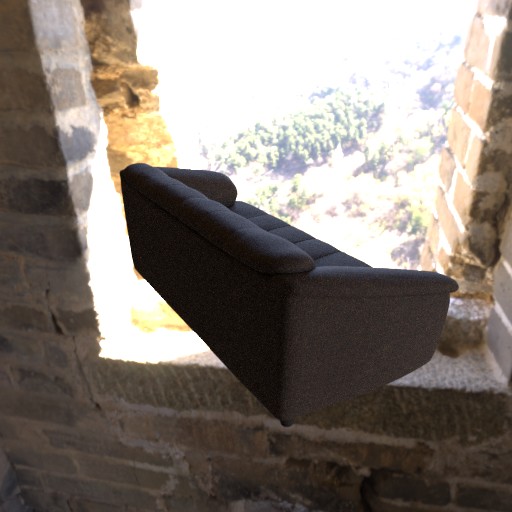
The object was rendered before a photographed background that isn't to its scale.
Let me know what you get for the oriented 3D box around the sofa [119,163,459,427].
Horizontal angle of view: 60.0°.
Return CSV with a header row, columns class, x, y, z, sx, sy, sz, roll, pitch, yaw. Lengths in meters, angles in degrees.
class,x,y,z,sx,sy,sz,roll,pitch,yaw
sofa,0.000,0.000,2.321,0.887,0.790,1.849,-17,32,-31
